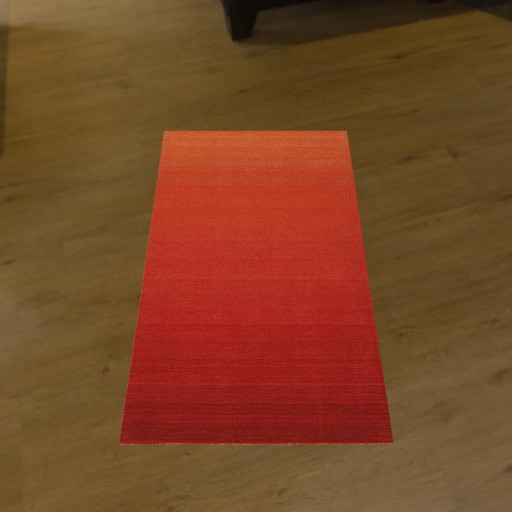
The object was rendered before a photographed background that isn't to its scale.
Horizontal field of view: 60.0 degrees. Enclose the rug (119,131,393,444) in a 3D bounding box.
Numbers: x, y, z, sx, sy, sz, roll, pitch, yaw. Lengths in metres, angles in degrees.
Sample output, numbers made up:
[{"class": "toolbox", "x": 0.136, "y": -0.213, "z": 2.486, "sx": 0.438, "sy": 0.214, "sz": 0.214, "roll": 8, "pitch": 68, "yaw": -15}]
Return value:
[{"class": "rug", "x": 0.000, "y": 0.000, "z": 3.092, "sx": 1.531, "sy": 0.010, "sz": 2.442, "roll": 0, "pitch": 59, "yaw": 0}]
